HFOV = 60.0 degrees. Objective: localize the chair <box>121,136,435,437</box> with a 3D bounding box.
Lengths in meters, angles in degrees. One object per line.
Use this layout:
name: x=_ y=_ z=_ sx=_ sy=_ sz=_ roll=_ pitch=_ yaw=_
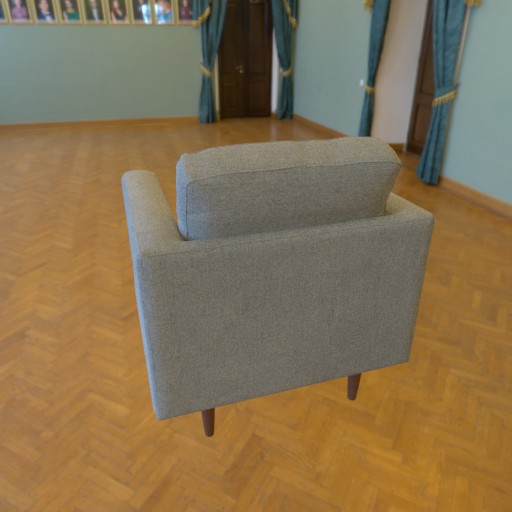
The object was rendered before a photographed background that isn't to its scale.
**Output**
chair: x=0.000 y=0.000 z=1.587 sx=0.855 sy=0.927 sz=0.800 roll=-8 pitch=28 yaw=-16
